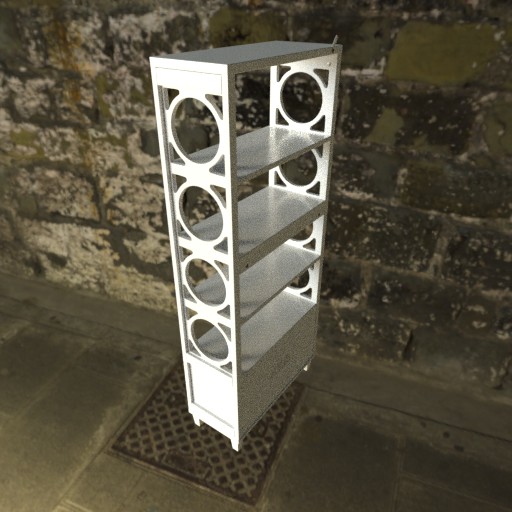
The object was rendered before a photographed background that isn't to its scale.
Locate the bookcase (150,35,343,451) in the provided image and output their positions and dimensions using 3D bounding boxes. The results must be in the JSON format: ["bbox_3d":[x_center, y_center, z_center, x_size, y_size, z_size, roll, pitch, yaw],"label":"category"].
[{"bbox_3d":[0.000,0.000,2.112,0.361,1.869,0.761,20,36,30],"label":"bookcase"}]
